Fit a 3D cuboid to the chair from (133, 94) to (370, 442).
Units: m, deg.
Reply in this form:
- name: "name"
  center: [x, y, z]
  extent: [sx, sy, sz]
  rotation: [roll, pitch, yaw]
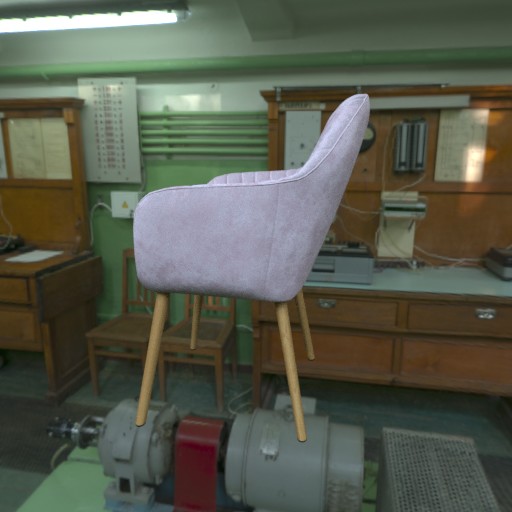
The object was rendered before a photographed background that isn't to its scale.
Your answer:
- name: "chair"
  center: [0.000, 0.000, 1.259]
  extent: [0.570, 0.832, 0.610]
  rotation: [2, 14, 9]
